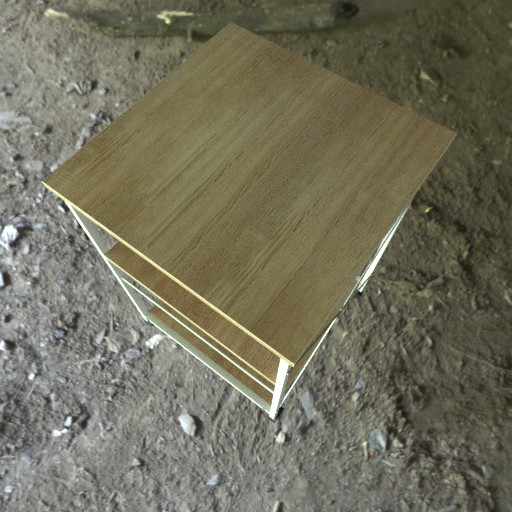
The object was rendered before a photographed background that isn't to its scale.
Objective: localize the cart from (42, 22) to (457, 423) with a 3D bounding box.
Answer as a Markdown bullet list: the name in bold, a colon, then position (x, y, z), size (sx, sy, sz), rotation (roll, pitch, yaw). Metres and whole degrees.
- **cart**: position (0.000, 0.000, 1.115), size (0.520, 0.762, 0.521), rotation (34, 68, 16)
